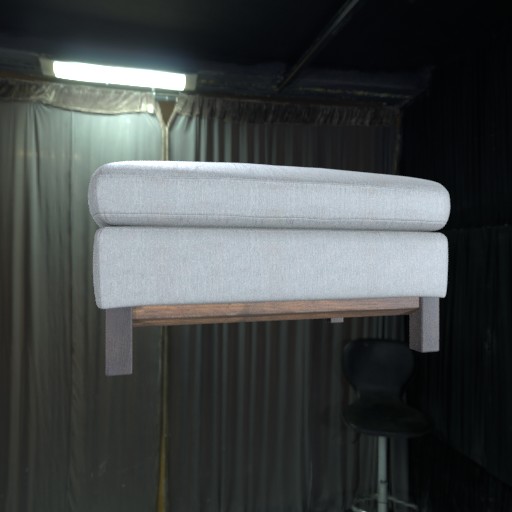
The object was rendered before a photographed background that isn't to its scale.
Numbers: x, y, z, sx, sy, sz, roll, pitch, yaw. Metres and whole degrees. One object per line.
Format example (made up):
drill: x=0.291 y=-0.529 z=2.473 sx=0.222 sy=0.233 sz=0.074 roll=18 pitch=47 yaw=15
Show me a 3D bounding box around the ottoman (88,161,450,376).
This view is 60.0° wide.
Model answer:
ottoman: x=0.000 y=0.000 z=1.064 sx=0.735 sy=0.404 sz=0.528 roll=0 pitch=0 yaw=-17
